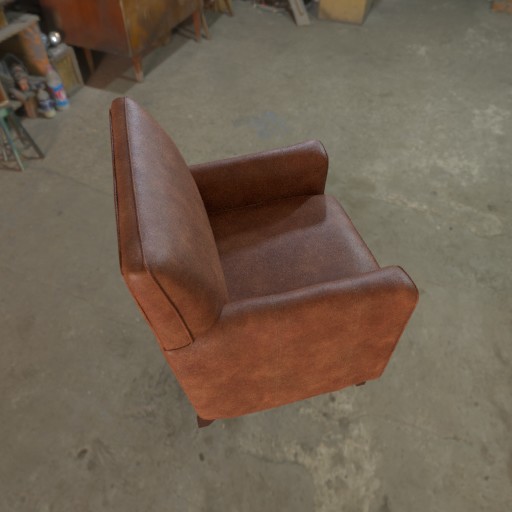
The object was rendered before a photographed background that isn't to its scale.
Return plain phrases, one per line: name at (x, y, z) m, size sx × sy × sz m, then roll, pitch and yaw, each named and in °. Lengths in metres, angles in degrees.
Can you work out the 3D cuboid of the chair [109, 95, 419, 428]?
chair at (0.000, 0.000, 1.616) m, size 0.823 × 0.943 × 0.870 m, roll -11°, pitch 48°, yaw -10°
